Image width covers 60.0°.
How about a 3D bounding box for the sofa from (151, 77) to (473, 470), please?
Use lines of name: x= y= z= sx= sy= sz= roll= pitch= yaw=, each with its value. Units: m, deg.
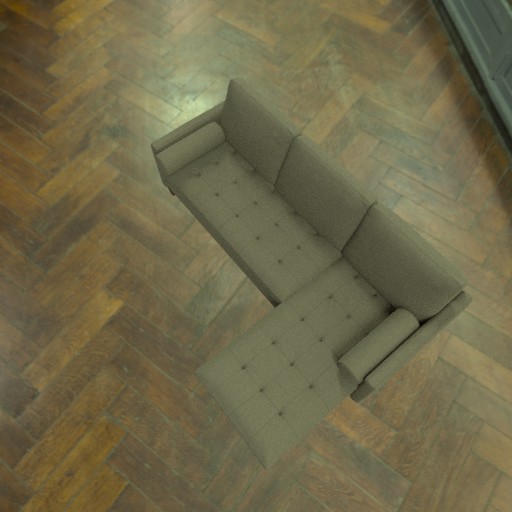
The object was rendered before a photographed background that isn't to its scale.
sofa: x=0.000 y=0.000 z=2.881 sx=1.506 sy=0.875 sz=2.178 roll=-36 pitch=69 yaw=-16
